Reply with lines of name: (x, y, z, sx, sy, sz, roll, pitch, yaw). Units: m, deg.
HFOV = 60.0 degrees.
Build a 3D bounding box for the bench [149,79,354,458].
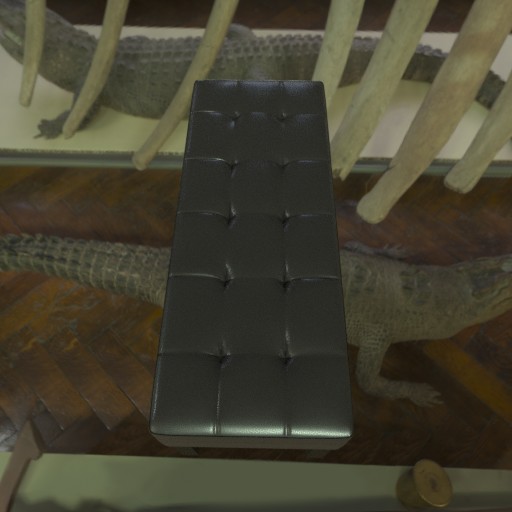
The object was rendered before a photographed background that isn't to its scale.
bench: (0.000, 0.000, 1.357, 0.432, 0.460, 1.105, 1, 60, 1)
